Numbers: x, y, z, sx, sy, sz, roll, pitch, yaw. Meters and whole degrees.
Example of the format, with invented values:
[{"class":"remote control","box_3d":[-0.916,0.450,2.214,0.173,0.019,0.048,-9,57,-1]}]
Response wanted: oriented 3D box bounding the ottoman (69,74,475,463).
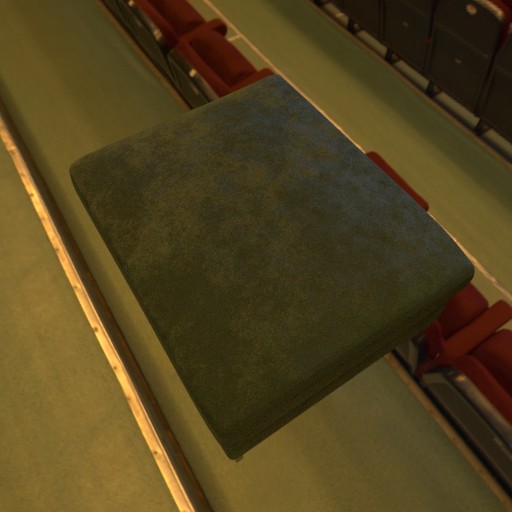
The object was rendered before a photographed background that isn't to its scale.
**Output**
[{"class":"ottoman","box_3d":[0.000,0.000,1.273,0.701,0.538,0.839,-29,63,-16]}]
